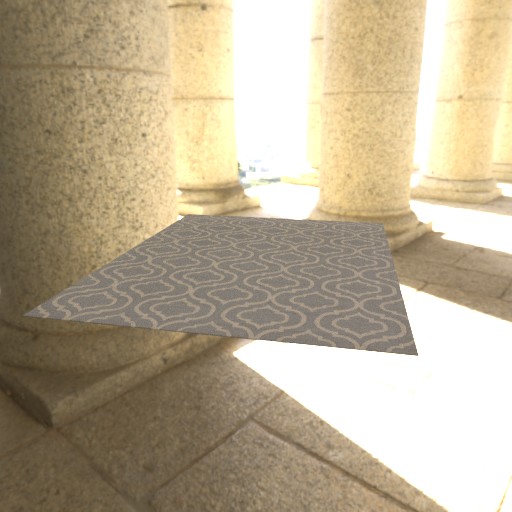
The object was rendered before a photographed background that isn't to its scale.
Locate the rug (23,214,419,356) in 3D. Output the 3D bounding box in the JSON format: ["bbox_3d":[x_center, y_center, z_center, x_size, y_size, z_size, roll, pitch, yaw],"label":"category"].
[{"bbox_3d":[0.000,0.000,3.809,2.283,0.006,2.892,4,18,11],"label":"rug"}]
